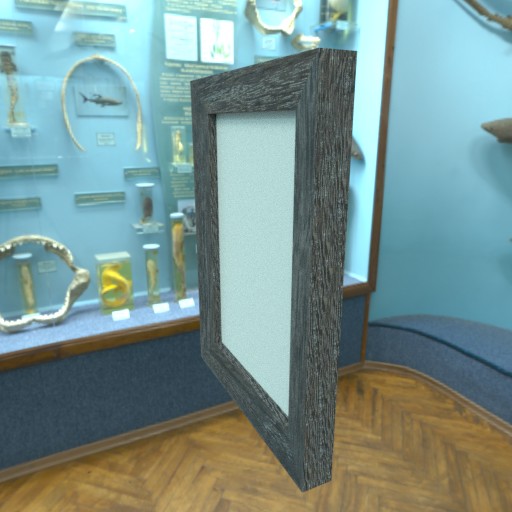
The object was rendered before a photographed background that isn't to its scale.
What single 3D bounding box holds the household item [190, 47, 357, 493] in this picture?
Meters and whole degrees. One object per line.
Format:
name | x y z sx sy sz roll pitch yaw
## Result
household item | 0.000 0.000 0.231 0.020 0.180 0.133 -8 18 -25
